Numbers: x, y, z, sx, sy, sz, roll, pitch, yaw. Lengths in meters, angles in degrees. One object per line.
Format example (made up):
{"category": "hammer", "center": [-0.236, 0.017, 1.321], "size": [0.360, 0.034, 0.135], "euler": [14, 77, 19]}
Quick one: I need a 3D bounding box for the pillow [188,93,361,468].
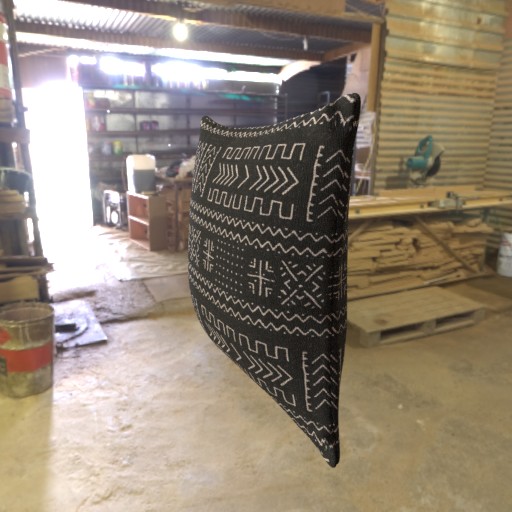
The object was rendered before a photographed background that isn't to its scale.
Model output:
{"category": "pillow", "center": [0.000, 0.000, 0.669], "size": [0.164, 0.430, 0.438], "euler": [-7, 17, -26]}
